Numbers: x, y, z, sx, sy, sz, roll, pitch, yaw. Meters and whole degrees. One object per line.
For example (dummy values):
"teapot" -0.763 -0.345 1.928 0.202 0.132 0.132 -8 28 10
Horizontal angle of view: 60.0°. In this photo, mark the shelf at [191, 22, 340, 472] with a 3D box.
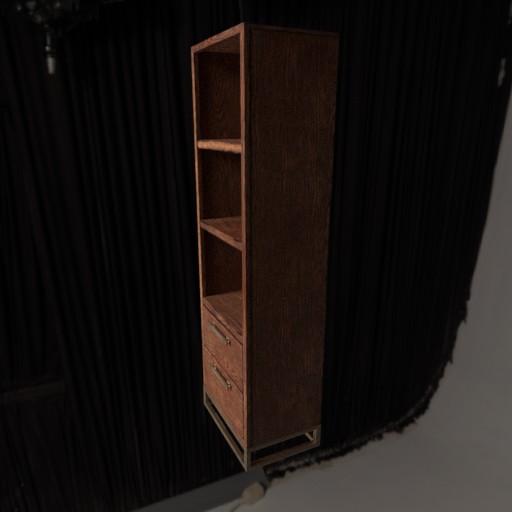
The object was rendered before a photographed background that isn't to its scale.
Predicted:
"shelf" 0.000 0.000 1.951 0.395 1.732 0.539 -8 18 -25
